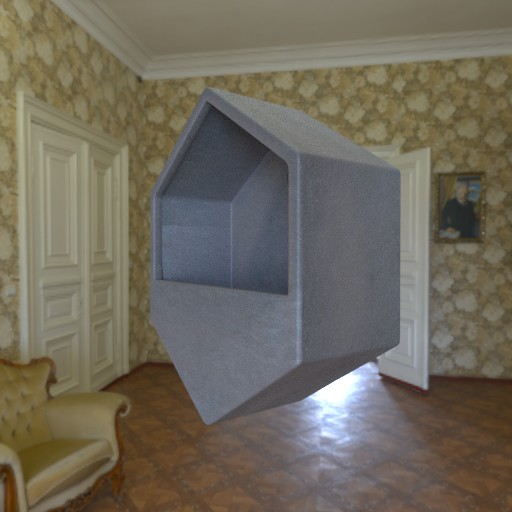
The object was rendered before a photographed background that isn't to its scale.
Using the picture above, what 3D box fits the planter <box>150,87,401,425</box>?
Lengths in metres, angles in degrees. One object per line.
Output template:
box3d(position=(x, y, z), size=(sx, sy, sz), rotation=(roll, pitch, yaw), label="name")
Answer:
box3d(position=(0.000, 0.000, 0.293), size=(0.077, 0.206, 0.169), rotation=(0, 1, -36), label="planter")
